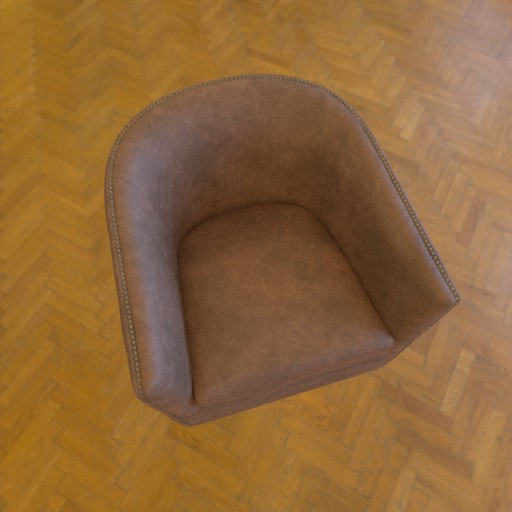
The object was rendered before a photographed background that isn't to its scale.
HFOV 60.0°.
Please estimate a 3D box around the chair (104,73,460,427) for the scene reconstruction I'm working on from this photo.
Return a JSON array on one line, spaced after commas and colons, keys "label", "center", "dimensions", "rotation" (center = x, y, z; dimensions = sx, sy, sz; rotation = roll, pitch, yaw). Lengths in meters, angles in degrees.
[{"label": "chair", "center": [0.000, 0.000, 1.511], "dimensions": [0.850, 0.790, 0.870], "rotation": [-15, 63, -8]}]
